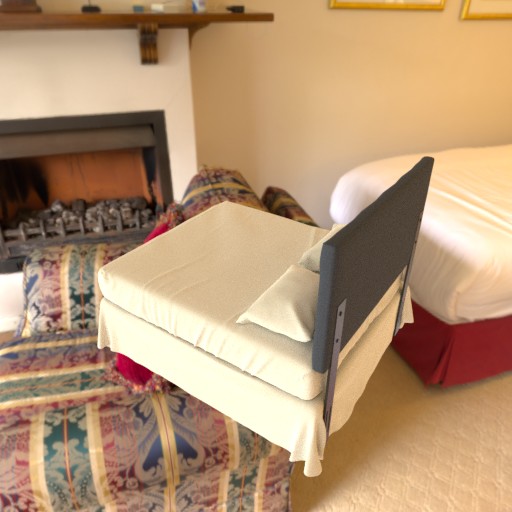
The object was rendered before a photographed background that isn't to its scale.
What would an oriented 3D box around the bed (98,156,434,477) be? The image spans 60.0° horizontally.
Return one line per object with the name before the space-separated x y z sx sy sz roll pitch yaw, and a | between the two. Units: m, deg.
bed | 0.000 0.000 3.545 2.222 1.577 1.936 19 36 29
